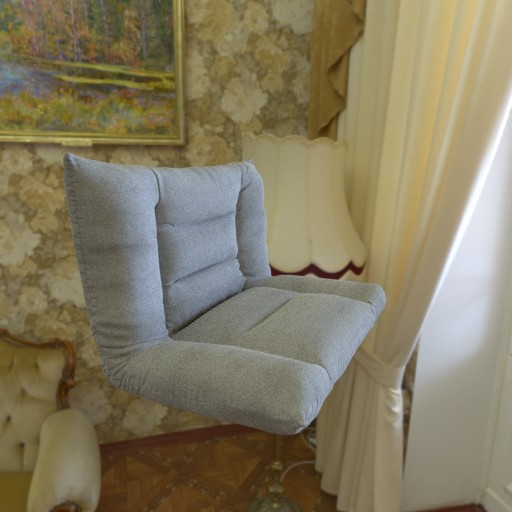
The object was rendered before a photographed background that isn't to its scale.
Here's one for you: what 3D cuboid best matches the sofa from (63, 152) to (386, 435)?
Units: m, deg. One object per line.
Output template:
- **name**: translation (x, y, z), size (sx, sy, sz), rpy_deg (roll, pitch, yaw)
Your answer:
- **sofa**: translation (0.000, 0.000, 1.729), size (0.847, 0.795, 1.144), rpy_deg (7, 16, 26)
